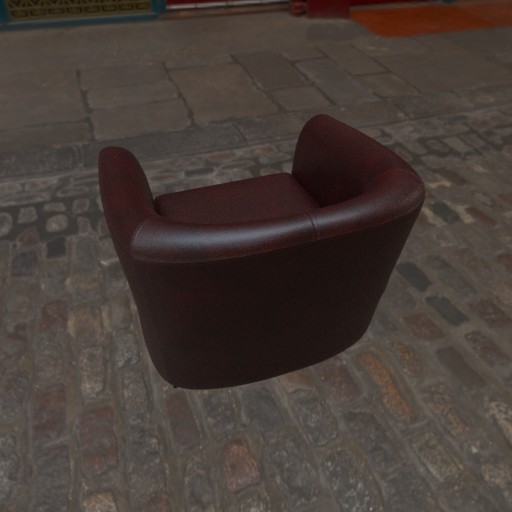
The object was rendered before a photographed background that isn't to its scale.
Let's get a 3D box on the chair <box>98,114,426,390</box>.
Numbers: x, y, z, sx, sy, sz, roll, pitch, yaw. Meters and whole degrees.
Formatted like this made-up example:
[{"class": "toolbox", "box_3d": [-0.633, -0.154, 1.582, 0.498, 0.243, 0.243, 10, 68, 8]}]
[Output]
[{"class": "chair", "box_3d": [0.000, 0.000, 1.354, 0.792, 0.756, 0.727, -13, 43, -14]}]
